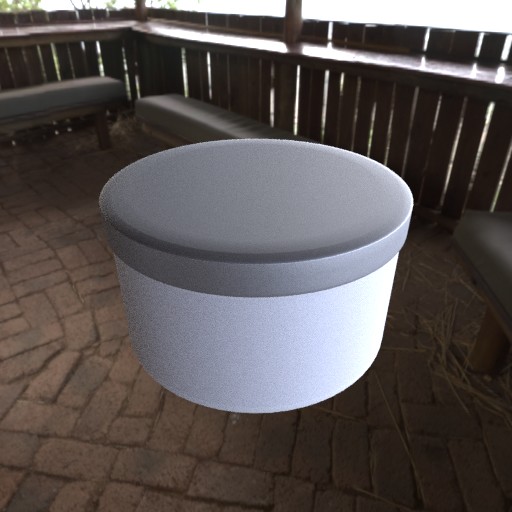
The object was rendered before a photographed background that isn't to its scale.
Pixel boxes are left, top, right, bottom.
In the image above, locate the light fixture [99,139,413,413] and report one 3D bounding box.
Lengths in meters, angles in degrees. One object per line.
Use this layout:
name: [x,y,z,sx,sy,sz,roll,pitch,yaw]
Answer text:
light fixture: [0.000,0.000,0.637,0.393,0.229,0.393,0,31,0]
